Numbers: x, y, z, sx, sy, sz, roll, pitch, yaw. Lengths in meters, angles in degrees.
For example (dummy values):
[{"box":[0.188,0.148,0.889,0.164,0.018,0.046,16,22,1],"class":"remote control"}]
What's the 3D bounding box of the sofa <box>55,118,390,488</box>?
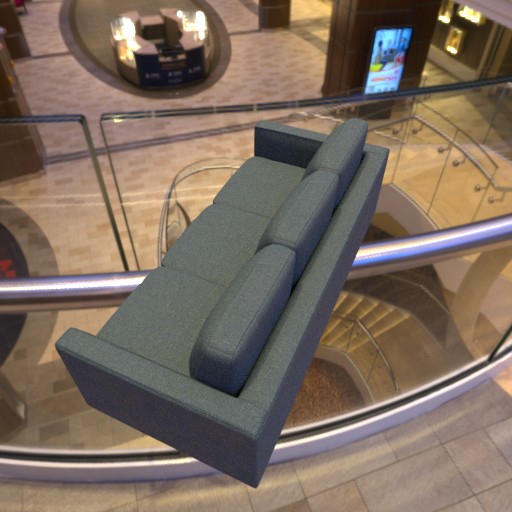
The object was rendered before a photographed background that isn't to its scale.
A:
[{"box":[0.000,0.000,2.439,0.935,0.945,2.013,18,48,17],"class":"sofa"}]
